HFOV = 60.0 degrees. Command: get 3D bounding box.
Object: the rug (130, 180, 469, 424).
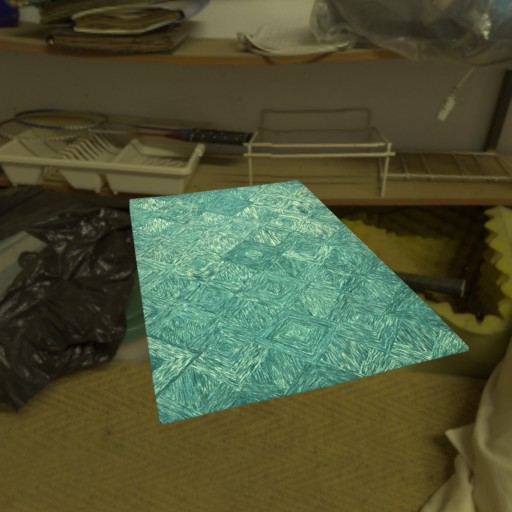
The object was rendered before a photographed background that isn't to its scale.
[{"bbox_3d":[0.000,0.000,2.186,1.136,0.017,1.728,-9,32,-14],"label":"rug"}]
